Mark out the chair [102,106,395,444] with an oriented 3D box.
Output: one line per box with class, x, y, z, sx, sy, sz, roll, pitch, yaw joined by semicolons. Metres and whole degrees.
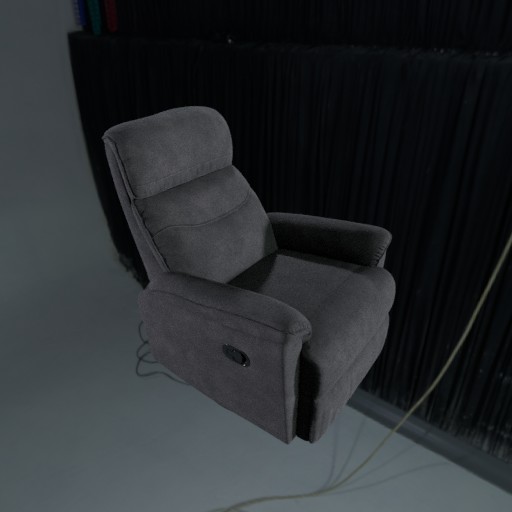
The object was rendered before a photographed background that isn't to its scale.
chair;0.000;0.000;1.775;1.009;1.035;0.830;19;34;30
